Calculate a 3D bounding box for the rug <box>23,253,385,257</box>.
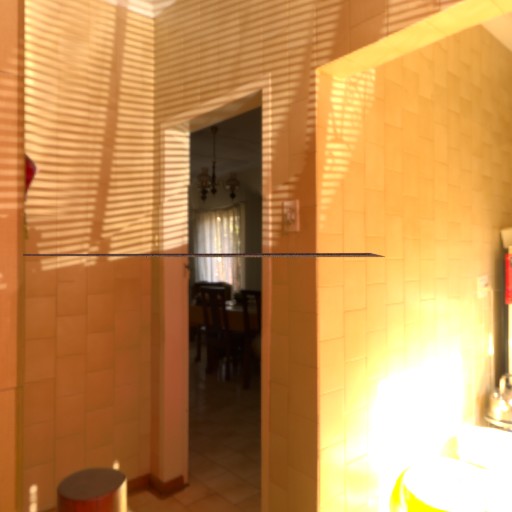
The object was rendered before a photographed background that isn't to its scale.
[{"bbox_3d":[0.000,0.000,3.762,2.053,0.011,2.940,0,0,17],"label":"rug"}]
